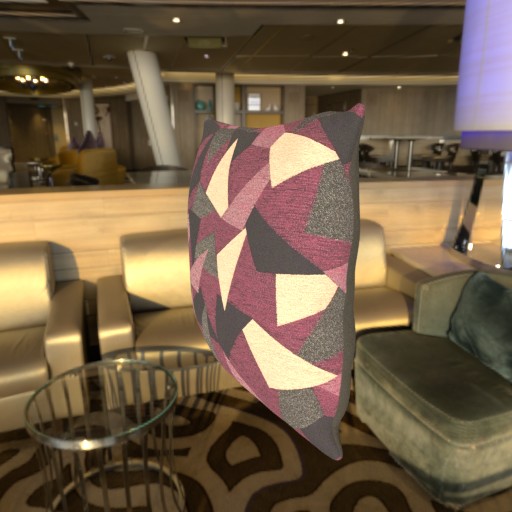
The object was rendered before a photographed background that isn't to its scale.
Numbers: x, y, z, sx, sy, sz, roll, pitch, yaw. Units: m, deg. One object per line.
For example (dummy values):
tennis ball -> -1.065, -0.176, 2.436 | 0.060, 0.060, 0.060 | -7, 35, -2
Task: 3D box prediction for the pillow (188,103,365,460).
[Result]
pillow -> 0.000, 0.000, 0.782 | 0.208, 0.496, 0.503 | -8, 17, -27
